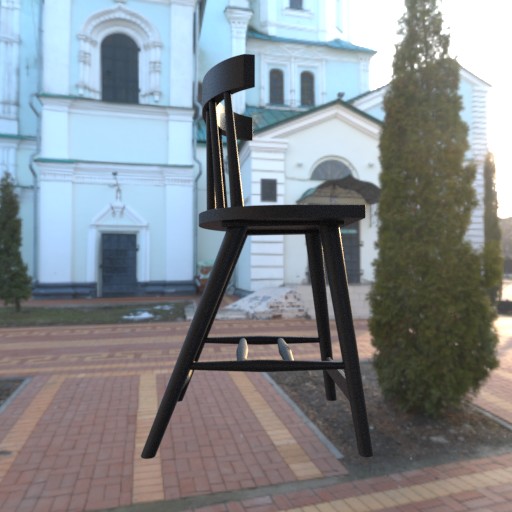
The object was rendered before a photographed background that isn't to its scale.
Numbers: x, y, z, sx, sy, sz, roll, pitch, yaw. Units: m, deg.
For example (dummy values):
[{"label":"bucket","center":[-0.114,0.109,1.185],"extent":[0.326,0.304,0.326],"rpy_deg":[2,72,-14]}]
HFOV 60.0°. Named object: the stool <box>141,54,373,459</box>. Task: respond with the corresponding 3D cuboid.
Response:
[{"label":"stool","center":[0.000,0.000,1.275],"extent":[0.549,0.953,0.494],"rpy_deg":[0,-1,-1]}]
